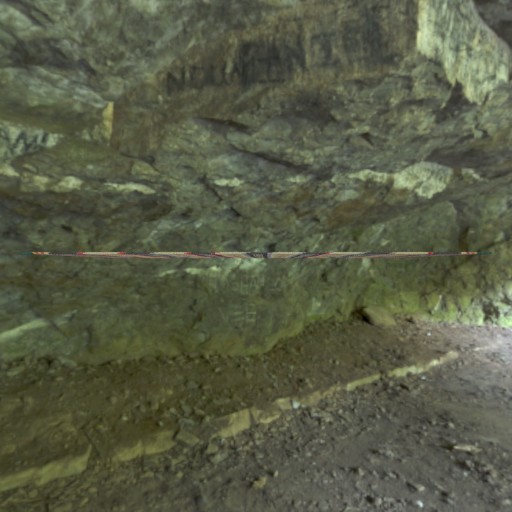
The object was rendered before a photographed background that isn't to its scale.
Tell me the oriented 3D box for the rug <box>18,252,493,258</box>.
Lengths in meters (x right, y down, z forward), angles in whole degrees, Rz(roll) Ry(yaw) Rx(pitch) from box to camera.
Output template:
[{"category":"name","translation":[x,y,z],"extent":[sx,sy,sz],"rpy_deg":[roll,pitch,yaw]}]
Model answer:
[{"category":"rug","translation":[0.000,0.000,3.039],"extent":[2.447,0.011,1.520],"rpy_deg":[0,-1,1]}]
